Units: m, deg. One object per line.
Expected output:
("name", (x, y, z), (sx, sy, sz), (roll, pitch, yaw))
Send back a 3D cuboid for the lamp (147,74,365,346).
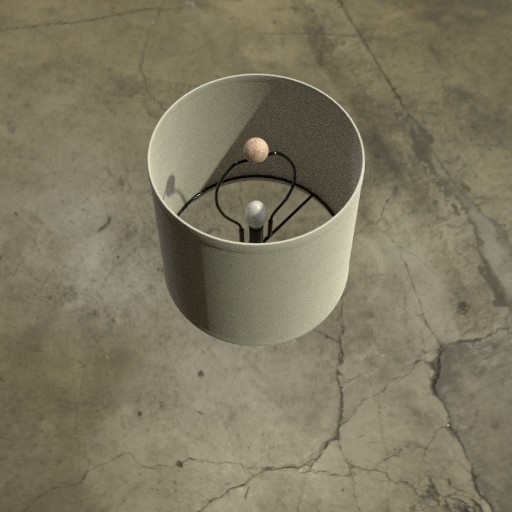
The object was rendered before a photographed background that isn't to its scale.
("lamp", (0.000, 0.000, 0.656), (0.273, 0.497, 0.273), (0, 63, 0))
